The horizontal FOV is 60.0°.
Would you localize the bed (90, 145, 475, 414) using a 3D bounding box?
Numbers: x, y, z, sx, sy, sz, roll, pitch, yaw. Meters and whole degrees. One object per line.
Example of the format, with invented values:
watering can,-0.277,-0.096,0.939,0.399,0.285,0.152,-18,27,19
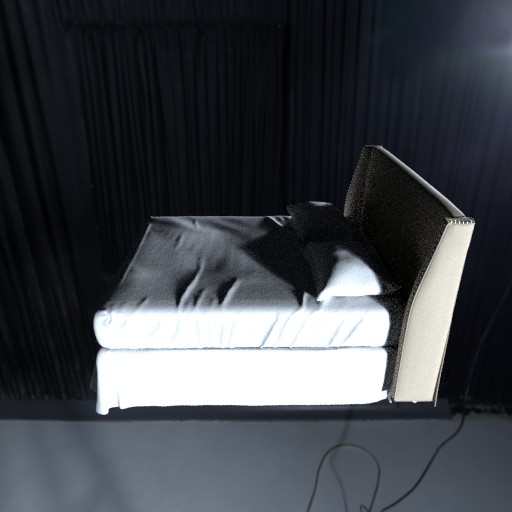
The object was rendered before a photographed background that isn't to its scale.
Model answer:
bed,0.000,0.000,3.408,2.276,1.332,1.925,0,26,-1
